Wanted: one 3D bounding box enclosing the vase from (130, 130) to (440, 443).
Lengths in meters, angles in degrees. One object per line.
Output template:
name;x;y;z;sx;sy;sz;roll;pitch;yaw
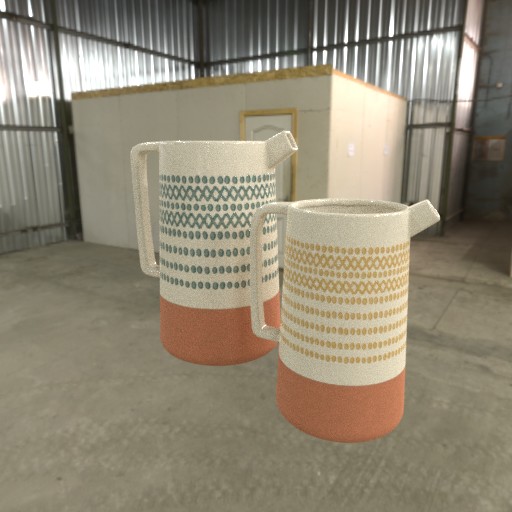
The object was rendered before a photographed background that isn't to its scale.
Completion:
vase;0.000;0.000;0.451;0.168;0.247;0.326;-8;16;-28
